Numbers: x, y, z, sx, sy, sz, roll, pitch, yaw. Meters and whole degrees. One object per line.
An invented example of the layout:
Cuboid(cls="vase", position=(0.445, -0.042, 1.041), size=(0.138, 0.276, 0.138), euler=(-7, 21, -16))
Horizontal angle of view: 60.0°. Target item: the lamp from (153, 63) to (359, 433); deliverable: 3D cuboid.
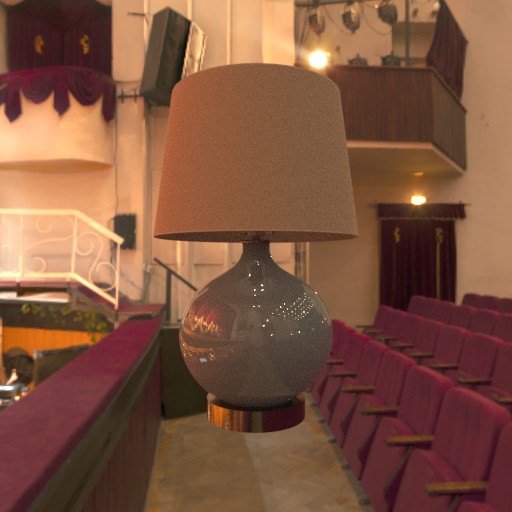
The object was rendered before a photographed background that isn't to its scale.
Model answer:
Cuboid(cls="lamp", position=(0.000, 0.000, 0.545), size=(0.247, 0.387, 0.247), euler=(0, -1, 0))
